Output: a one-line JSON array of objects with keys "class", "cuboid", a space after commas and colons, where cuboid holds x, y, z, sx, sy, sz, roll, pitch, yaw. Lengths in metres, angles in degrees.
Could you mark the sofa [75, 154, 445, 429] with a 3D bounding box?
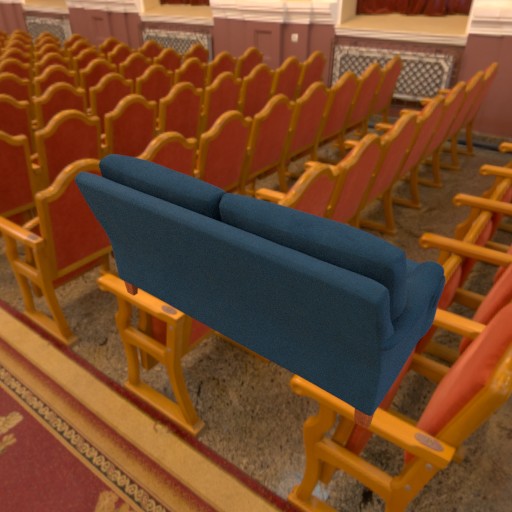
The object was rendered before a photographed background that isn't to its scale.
[{"class": "sofa", "cuboid": [0.000, 0.000, 2.832, 2.141, 1.101, 1.084, 22, 38, 31]}]
